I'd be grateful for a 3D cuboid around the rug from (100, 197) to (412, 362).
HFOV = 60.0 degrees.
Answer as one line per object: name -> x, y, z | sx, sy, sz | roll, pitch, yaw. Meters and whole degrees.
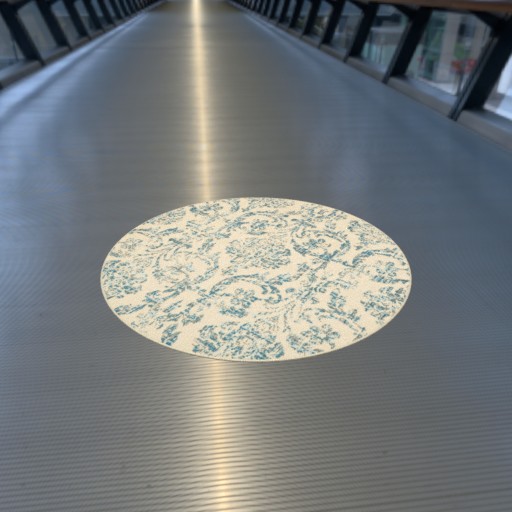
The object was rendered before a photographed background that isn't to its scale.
rug -> 0.000, 0.000, 2.370 | 1.593, 0.012, 1.593 | 0, 30, 0
